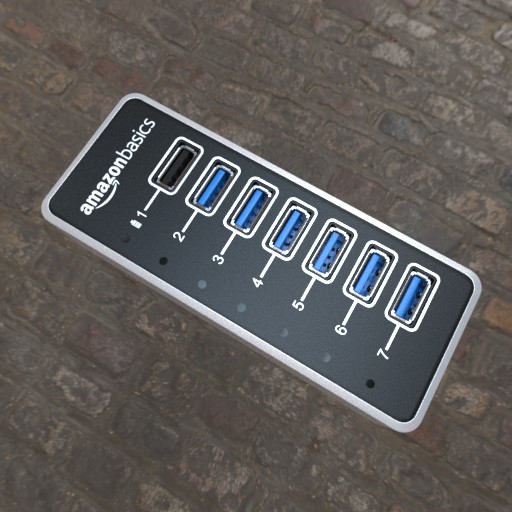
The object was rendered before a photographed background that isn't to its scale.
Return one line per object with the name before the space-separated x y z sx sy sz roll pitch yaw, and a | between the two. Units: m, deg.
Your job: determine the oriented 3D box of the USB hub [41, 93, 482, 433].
USB hub | 0.000 0.000 0.124 0.110 0.023 0.044 30 77 8
